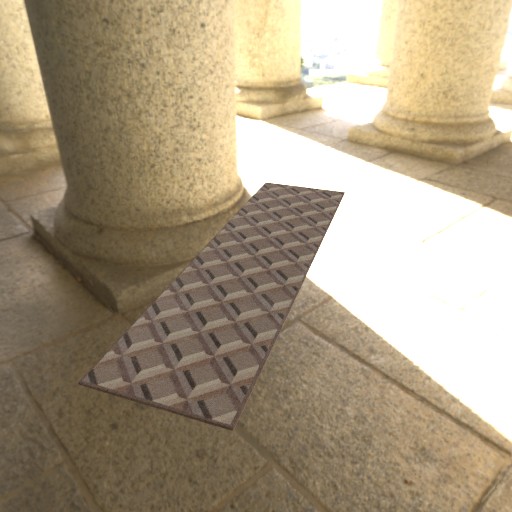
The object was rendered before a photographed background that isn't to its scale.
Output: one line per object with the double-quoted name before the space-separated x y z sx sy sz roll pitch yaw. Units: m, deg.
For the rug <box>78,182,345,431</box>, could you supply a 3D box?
"rug" 0.000 0.000 2.698 0.685 0.013 2.437 10 31 17
